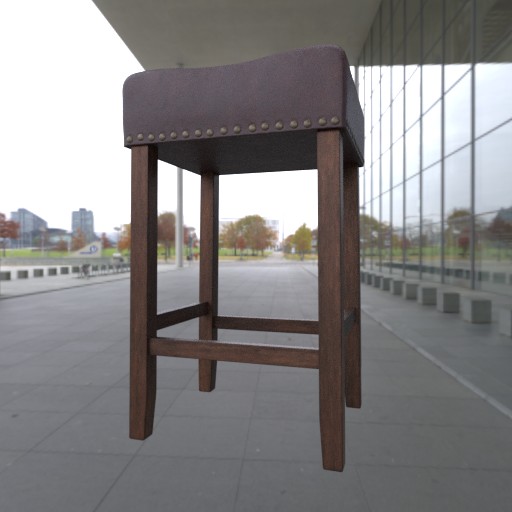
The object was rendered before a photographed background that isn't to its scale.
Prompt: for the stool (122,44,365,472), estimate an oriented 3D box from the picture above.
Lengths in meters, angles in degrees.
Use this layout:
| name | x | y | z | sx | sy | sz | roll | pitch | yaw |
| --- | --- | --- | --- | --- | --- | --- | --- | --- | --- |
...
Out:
| name | x | y | z | sx | sy | sz | roll | pitch | yaw |
| --- | --- | --- | --- | --- | --- | --- | --- | --- | --- |
| stool | 0.000 | 0.000 | 1.036 | 0.465 | 0.769 | 0.401 | 0 | 1 | 18 |
